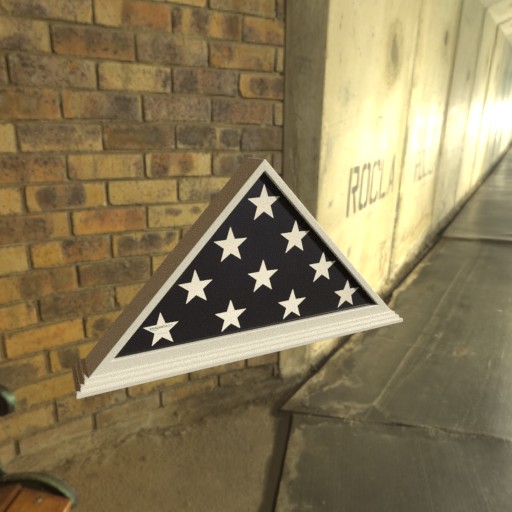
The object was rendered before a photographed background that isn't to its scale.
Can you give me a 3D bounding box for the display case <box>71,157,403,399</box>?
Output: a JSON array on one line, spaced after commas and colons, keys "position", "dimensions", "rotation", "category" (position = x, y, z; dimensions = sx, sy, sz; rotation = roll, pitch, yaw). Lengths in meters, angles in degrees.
[{"position": [0.000, 0.000, 0.789], "dimensions": [0.640, 0.340, 0.095], "rotation": [-7, 17, -25], "category": "display case"}]
